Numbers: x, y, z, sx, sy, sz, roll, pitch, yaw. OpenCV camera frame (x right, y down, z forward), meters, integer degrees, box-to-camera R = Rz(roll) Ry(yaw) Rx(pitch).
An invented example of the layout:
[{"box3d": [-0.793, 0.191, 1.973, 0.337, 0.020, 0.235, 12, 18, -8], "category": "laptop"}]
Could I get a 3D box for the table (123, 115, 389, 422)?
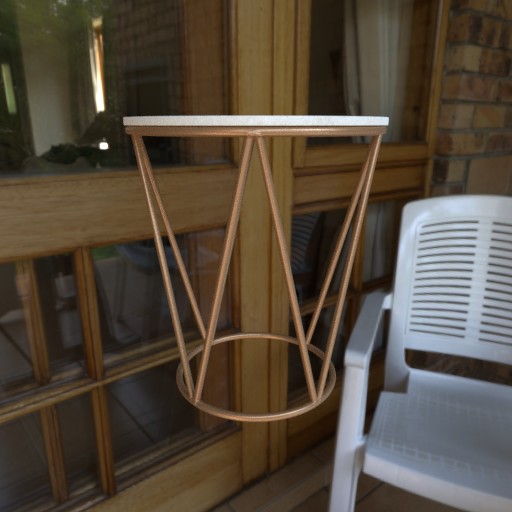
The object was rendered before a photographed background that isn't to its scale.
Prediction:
[{"box3d": [0.000, 0.000, 0.948, 0.500, 0.564, 0.500, 0, 17, 0], "category": "table"}]
